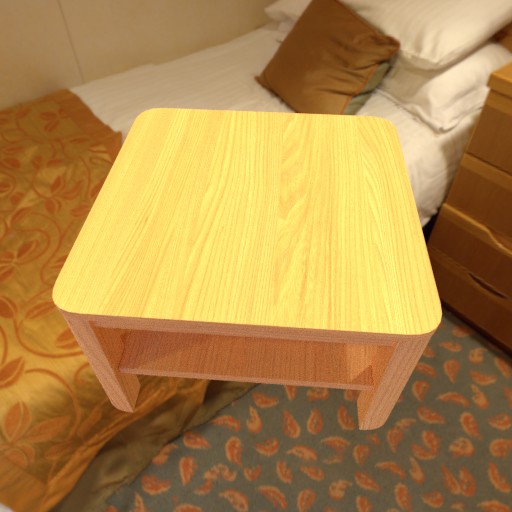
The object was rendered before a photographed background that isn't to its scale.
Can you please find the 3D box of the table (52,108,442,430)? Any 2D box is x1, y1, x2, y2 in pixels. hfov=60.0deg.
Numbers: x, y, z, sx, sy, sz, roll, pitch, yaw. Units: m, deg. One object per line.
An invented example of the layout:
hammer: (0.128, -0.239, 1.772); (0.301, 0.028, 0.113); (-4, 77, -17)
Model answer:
table: (0.000, 0.000, 1.229); (0.750, 0.450, 0.750); (3, 48, 3)
